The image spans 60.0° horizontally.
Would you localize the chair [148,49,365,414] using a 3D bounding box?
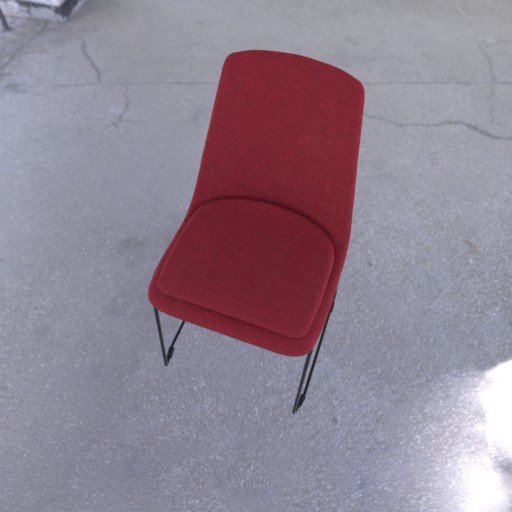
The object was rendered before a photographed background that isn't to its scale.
[{"bbox_3d":[0.000,0.000,1.176,0.479,0.858,0.518,17,60,10],"label":"chair"}]
